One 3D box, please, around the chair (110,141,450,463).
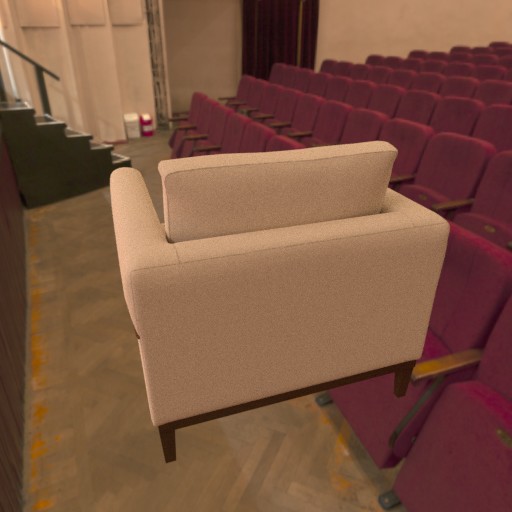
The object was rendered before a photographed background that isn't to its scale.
[{"bbox_3d":[0.000,0.000,1.677,0.982,0.915,0.896,-9,29,-17],"label":"chair"}]
